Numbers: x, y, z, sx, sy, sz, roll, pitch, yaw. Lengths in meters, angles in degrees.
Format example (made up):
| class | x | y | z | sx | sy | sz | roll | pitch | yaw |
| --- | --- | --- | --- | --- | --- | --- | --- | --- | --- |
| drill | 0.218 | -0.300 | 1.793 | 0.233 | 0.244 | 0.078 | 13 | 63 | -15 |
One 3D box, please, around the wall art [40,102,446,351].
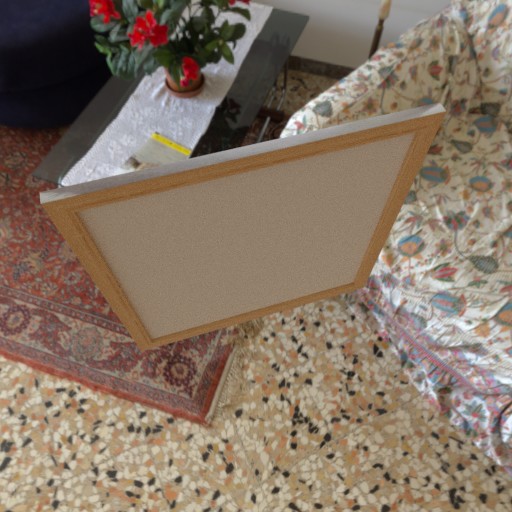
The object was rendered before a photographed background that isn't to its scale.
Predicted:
| class | x | y | z | sx | sy | sz | roll | pitch | yaw |
| --- | --- | --- | --- | --- | --- | --- | --- | --- | --- |
| wall art | 0.000 | 0.000 | 1.132 | 0.762 | 0.762 | 0.027 | -15 | 61 | -9 |
